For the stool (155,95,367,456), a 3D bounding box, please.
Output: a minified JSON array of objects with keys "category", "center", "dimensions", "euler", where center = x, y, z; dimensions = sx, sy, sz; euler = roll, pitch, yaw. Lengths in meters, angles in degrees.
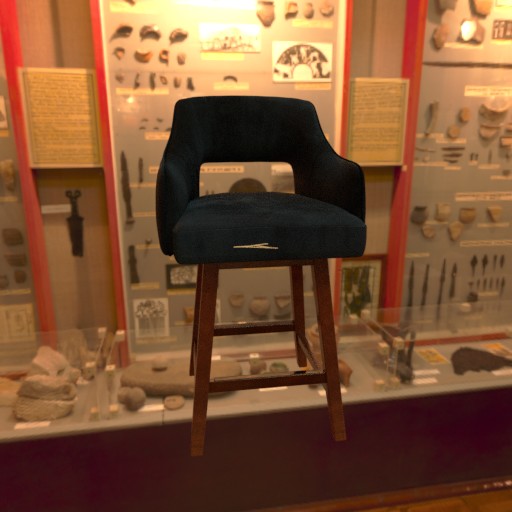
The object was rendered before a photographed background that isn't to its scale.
[{"category":"stool","center":[0.000,0.000,1.311],"dimensions":[0.550,0.940,0.560],"euler":[-2,15,-8]}]
